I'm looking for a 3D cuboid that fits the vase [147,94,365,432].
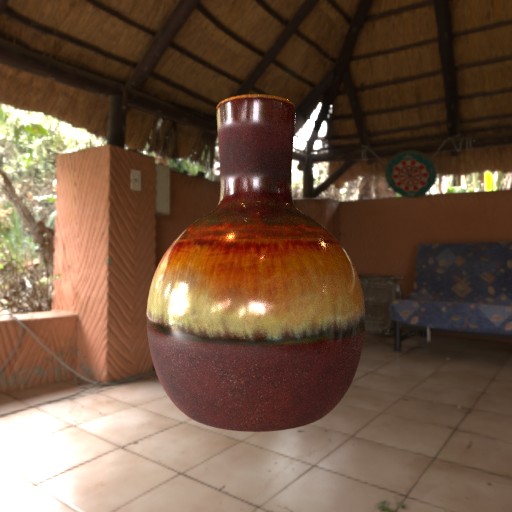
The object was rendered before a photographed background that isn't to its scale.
[{"bbox_3d":[0.000,0.000,0.231,0.111,0.154,0.111,0,0,0],"label":"vase"}]
